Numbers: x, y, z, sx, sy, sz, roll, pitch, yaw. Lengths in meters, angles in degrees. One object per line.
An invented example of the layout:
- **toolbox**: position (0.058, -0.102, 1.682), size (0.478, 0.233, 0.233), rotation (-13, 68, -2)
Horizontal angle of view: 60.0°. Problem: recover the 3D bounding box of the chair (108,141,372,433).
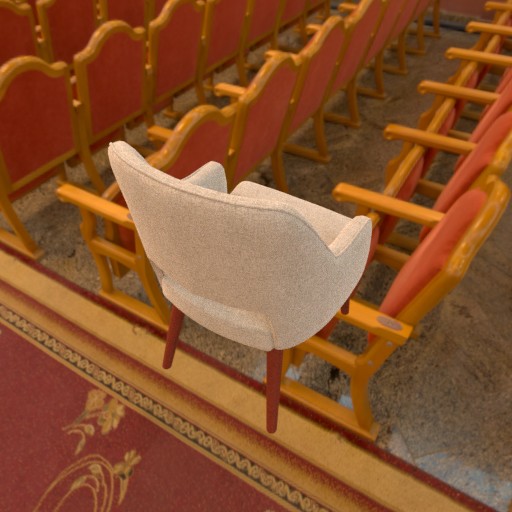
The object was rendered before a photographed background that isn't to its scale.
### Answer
- **chair**: position (0.000, 0.000, 1.247), size (0.548, 0.849, 0.605), rotation (24, 50, 22)
